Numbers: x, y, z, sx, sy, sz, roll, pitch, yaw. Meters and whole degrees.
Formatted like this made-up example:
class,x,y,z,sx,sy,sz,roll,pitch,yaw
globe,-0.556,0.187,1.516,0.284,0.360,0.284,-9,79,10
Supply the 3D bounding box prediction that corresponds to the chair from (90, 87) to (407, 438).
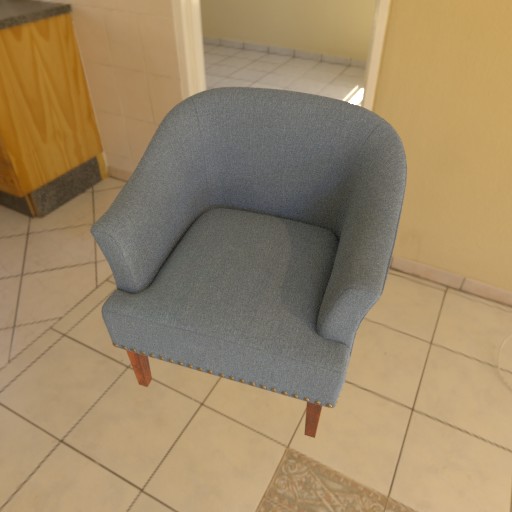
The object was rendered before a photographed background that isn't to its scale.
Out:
class,x,y,z,sx,sy,sz,roll,pitch,yaw
chair,0.000,0.000,1.408,0.798,0.815,0.704,12,42,14
